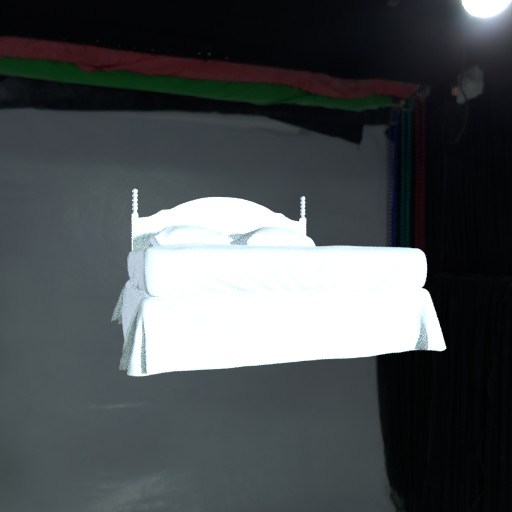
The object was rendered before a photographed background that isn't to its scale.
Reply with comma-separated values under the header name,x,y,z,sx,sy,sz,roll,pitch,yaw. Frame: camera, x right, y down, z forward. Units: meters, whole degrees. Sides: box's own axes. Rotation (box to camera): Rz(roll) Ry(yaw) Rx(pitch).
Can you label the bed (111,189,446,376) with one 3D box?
name,x,y,z,sx,sy,sz,roll,pitch,yaw
bed,0.000,0.000,3.774,2.322,1.355,2.219,0,0,-19
